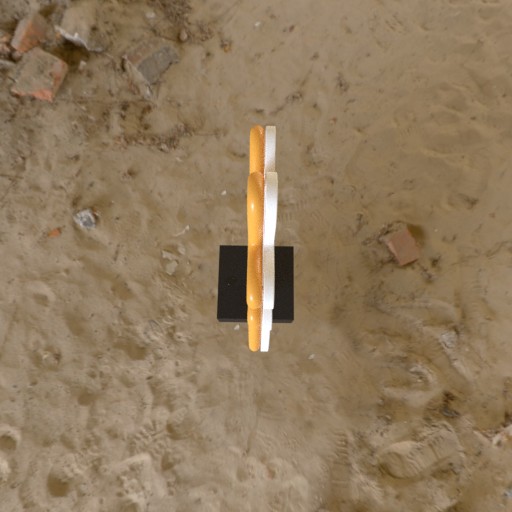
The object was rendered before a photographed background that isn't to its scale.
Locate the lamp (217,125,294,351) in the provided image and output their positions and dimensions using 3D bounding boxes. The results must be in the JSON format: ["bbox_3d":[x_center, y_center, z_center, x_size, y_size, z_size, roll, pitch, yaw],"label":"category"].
[{"bbox_3d":[0.000,0.000,0.401,0.088,0.317,0.167,1,76,0],"label":"lamp"}]
